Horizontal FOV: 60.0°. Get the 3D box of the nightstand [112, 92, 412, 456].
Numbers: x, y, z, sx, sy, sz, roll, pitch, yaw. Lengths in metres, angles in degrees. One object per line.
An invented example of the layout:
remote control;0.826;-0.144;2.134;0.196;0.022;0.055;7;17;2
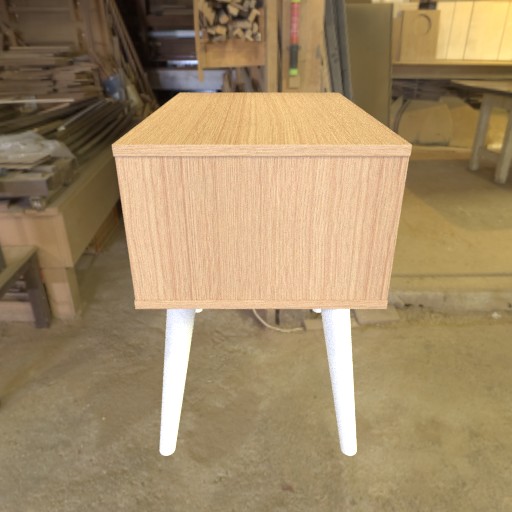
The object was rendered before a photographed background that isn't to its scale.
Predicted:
nightstand;0.000;0.000;0.968;0.407;0.610;0.571;0;27;0
